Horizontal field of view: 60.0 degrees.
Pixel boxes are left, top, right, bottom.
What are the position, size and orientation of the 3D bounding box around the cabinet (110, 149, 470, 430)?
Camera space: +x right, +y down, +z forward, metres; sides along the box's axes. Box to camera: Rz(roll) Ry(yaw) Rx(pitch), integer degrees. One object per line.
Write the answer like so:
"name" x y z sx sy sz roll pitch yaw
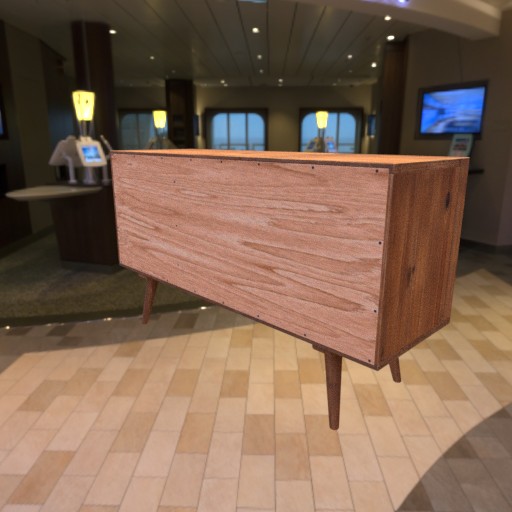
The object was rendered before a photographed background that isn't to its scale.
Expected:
"cabinet" 0.000 0.000 1.772 0.472 0.800 1.400 -14 21 -42
